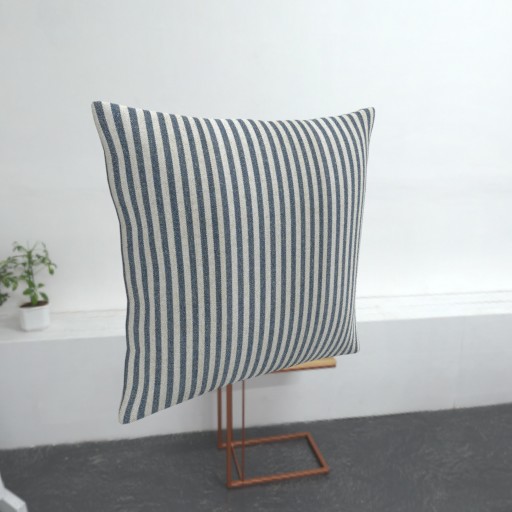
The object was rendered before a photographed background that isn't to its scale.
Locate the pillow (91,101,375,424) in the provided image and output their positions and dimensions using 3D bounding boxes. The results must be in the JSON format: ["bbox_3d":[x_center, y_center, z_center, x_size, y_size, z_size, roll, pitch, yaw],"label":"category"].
[{"bbox_3d":[0.000,0.000,0.787,0.523,0.510,0.166,-9,19,-28],"label":"pillow"}]
